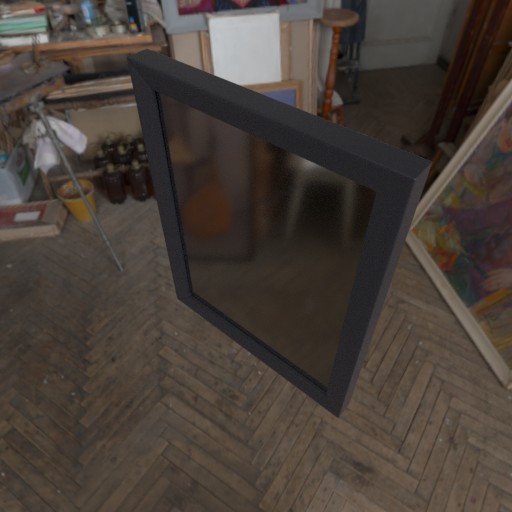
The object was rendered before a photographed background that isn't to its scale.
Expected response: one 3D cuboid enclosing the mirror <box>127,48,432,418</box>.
[{"bbox_3d":[0.000,0.000,0.679,0.405,0.508,0.041,31,54,26],"label":"mirror"}]
